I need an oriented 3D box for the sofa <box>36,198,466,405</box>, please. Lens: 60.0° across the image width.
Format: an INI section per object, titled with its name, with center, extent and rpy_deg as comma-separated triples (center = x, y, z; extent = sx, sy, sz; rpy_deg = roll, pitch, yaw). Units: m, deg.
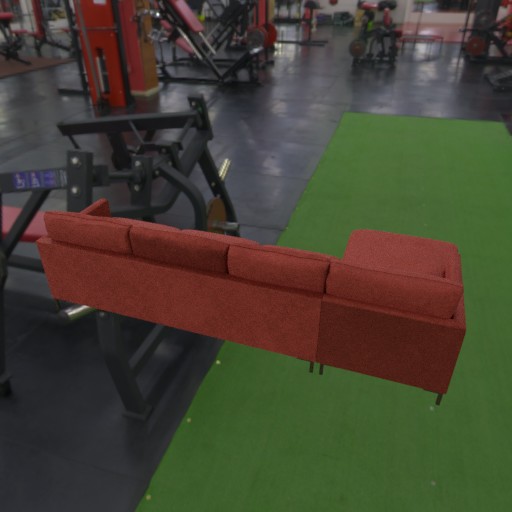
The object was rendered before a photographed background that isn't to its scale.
[sofa]
center = 0.000, 0.000, 3.951
extent = 3.400, 0.967, 1.500
rpy_deg = 10, 33, 16
